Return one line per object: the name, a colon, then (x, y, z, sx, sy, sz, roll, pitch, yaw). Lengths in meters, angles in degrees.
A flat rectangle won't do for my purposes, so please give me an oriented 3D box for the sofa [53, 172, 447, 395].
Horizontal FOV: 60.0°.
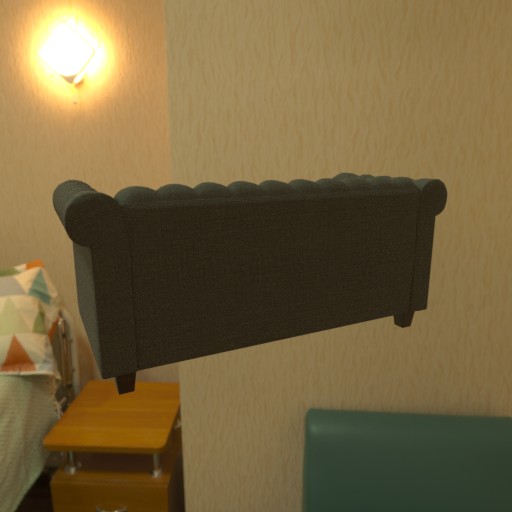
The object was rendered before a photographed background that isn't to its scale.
sofa: (0.000, 0.000, 2.249, 1.798, 0.797, 0.783, -7, 15, -26)
